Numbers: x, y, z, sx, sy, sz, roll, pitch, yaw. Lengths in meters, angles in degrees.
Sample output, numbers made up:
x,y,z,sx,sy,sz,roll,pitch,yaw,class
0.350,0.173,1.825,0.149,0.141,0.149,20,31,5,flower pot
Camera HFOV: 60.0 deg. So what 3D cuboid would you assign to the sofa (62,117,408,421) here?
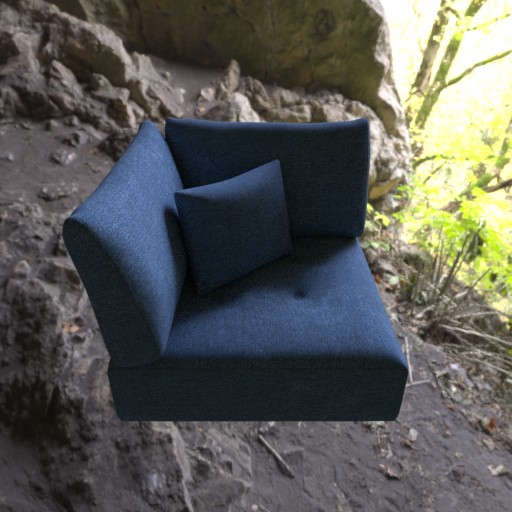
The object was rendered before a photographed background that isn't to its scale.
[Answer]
x,y,z,sx,sy,sz,roll,pitch,yaw,class
0.000,0.000,1.718,1.000,0.820,1.000,0,32,0,sofa
